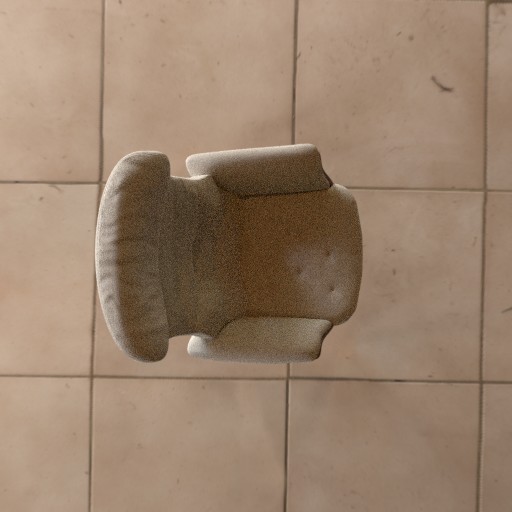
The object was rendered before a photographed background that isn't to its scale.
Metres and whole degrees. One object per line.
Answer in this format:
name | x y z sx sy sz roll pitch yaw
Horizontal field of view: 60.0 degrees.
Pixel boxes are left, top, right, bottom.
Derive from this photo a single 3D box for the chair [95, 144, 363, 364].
chair | 0.000 0.000 1.580 0.837 0.995 0.785 0 90 -1
